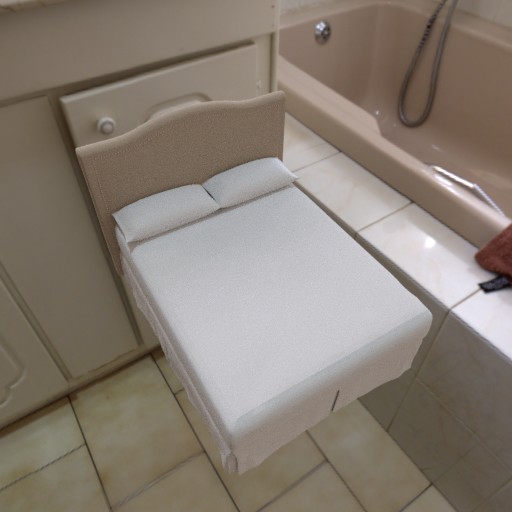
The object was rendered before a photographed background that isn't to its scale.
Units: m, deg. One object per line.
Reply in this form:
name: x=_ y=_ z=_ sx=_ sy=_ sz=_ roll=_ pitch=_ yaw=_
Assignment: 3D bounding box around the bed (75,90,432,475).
bed: x=0.000 y=0.000 z=3.144 sx=1.678 sy=1.398 sz=2.052 roll=-23 pitch=51 yaw=-21
